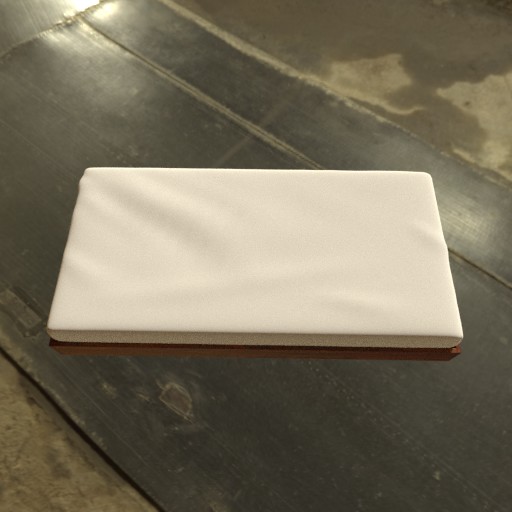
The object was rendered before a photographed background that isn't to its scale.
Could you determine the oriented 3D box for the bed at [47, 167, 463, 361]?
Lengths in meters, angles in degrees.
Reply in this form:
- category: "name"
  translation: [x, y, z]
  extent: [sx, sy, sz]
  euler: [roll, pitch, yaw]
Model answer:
- category: "bed"
  translation: [0.000, 0.000, 2.205]
  extent: [1.860, 0.312, 0.940]
  euler: [1, 63, 0]
